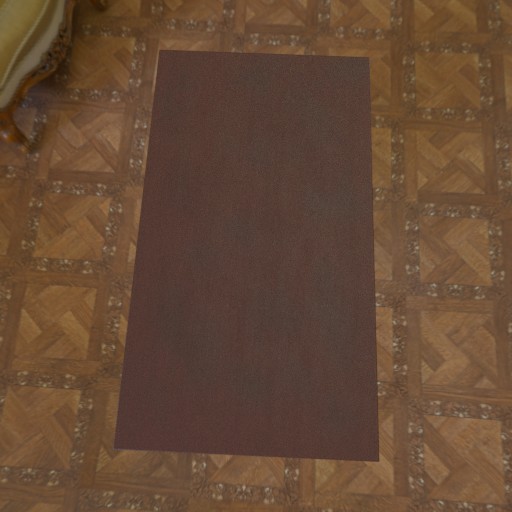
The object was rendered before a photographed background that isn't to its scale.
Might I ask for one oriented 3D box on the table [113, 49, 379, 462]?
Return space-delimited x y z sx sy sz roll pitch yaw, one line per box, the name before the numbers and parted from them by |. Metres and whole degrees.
table | 0.000 0.000 1.221 0.533 0.456 0.943 2 75 1
